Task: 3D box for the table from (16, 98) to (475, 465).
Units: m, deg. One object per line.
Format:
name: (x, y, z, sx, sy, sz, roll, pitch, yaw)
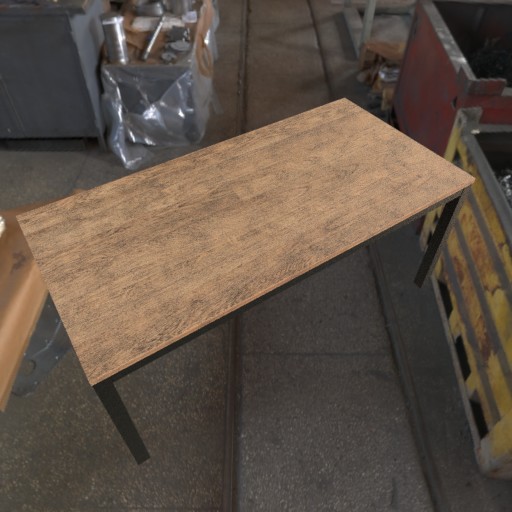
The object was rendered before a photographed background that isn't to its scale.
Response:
table: (0.000, 0.000, 2.211, 1.805, 0.767, 0.893, -26, 52, -22)
